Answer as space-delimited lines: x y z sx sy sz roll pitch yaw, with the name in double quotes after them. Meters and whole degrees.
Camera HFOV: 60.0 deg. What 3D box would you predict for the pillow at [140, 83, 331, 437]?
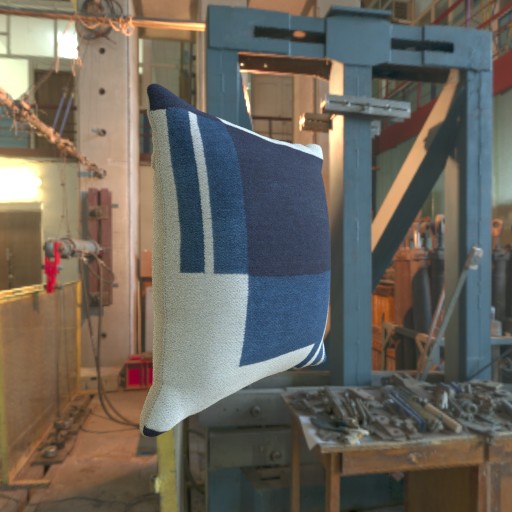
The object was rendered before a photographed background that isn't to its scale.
0.000 0.000 0.827 0.229 0.506 0.536 0 0 36 "pillow"
